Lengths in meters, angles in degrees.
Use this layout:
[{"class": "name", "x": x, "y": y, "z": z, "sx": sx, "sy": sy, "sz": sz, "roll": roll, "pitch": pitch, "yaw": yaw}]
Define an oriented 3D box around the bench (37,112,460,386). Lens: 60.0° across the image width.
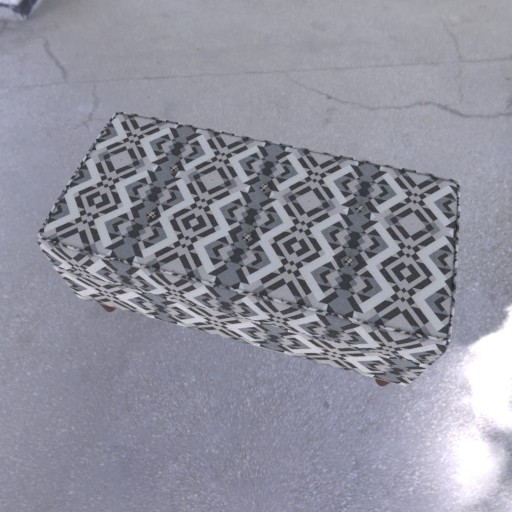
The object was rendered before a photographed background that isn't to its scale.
[{"class": "bench", "x": 0.000, "y": 0.000, "z": 1.320, "sx": 1.016, "sy": 0.477, "sz": 0.492, "roll": 14, "pitch": 60, "yaw": 8}]
